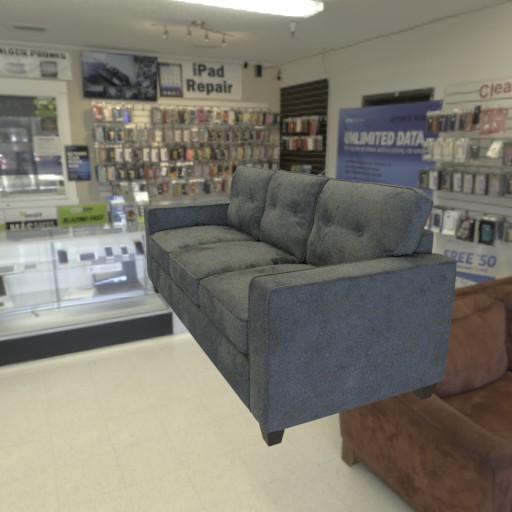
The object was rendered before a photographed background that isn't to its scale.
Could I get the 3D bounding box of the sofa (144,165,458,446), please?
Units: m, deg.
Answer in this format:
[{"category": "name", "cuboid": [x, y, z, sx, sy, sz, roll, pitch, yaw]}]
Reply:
[{"category": "sofa", "cuboid": [0.000, 0.000, 2.650, 0.939, 0.965, 2.133, -7, 16, -24]}]
